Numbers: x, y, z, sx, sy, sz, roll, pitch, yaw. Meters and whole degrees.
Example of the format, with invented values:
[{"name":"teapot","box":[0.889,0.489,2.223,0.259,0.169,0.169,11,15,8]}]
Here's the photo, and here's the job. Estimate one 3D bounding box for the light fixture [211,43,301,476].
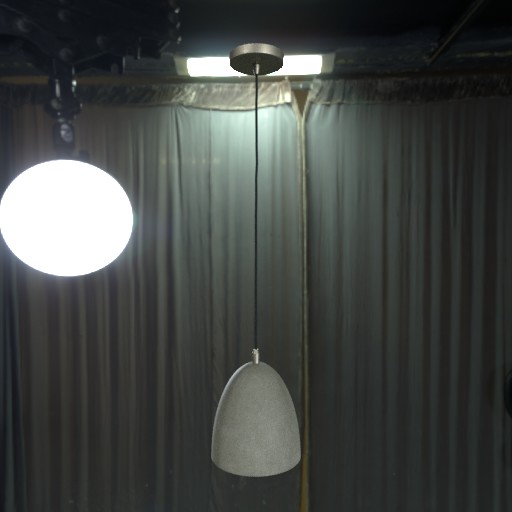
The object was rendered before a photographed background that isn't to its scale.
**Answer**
[{"name":"light fixture","box":[0.000,0.000,0.845,0.170,0.759,0.170,0,0,-1]}]
